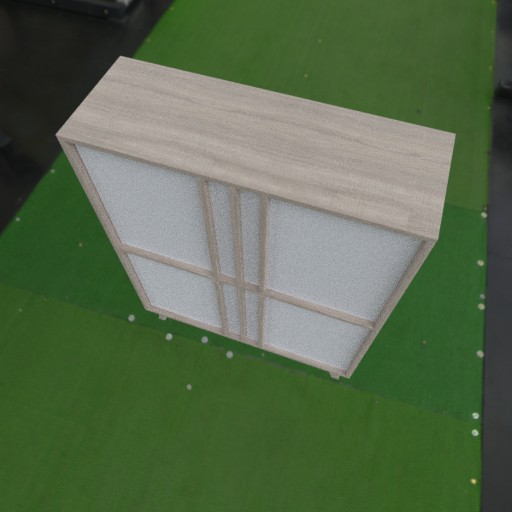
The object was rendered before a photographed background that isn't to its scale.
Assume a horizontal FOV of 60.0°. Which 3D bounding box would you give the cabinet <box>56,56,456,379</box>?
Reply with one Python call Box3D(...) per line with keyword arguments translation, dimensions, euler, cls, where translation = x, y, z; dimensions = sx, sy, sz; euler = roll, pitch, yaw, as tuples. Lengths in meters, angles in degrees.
Box3D(translation=(0.000, 0.000, 1.899), dimensions=(1.111, 1.388, 0.398), euler=(17, 60, 10), cls="cabinet")
